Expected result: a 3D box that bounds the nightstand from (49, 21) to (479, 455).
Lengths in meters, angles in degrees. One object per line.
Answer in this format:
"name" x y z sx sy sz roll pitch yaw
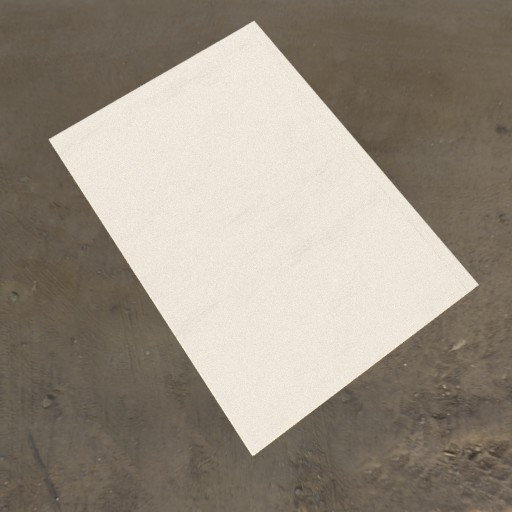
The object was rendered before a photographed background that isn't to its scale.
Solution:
"nightstand" 0.000 0.000 1.020 0.447 0.604 0.614 -34 77 -9
